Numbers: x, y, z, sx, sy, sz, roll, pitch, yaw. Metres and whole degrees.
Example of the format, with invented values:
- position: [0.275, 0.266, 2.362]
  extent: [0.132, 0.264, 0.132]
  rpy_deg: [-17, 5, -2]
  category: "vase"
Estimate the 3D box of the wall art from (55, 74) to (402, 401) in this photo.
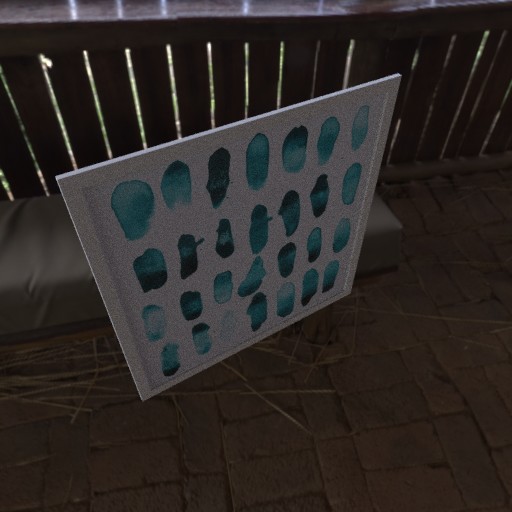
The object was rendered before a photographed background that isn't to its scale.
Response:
- position: [0.000, 0.000, 0.829]
  extent: [0.558, 0.559, 0.009]
  rpy_deg: [-24, 50, -22]
  category: "wall art"
